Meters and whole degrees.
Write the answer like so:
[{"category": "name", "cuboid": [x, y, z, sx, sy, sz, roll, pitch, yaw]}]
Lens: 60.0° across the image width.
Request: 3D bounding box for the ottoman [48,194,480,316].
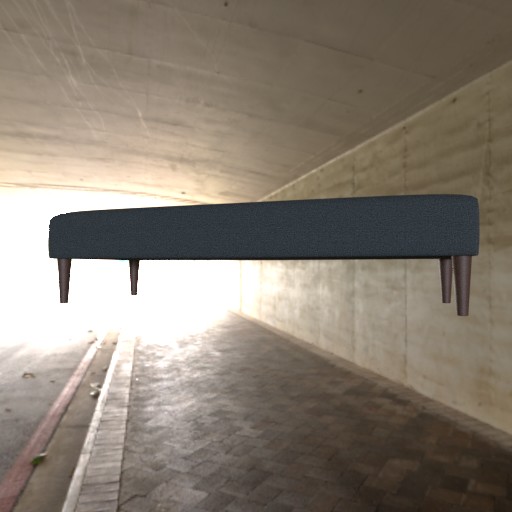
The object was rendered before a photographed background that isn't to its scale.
[{"category": "ottoman", "cuboid": [0.000, 0.000, 1.854, 1.609, 0.393, 0.646, 0, -2, 18]}]
